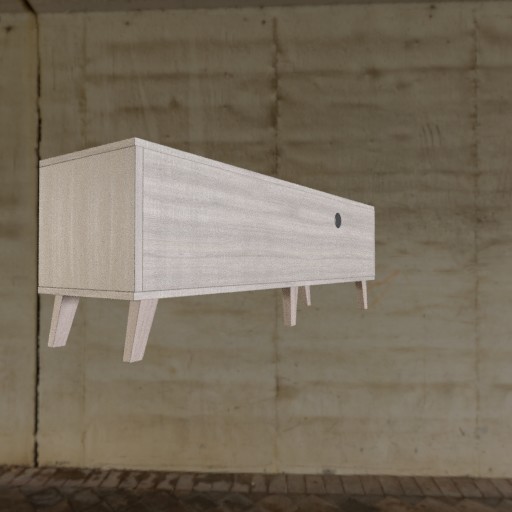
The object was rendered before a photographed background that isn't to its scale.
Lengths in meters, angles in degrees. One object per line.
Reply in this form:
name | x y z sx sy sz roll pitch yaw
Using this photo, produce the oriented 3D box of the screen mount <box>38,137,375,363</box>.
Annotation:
screen mount | 0.000 0.000 1.710 0.401 0.509 1.500 -1 -1 35
